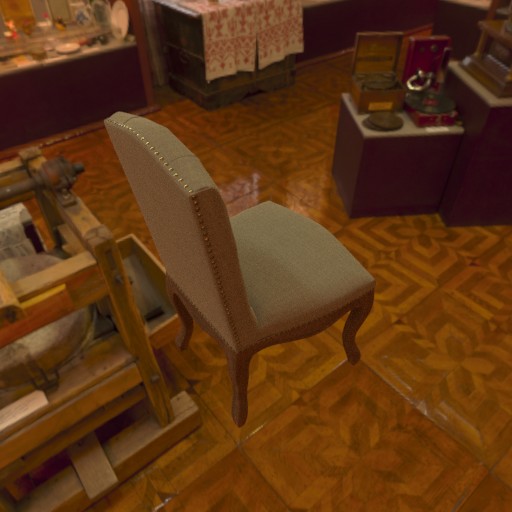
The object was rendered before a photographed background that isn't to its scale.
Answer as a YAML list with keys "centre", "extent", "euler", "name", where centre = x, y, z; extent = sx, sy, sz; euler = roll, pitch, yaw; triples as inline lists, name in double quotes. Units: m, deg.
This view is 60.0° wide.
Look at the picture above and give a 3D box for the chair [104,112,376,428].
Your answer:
- centre: [0.000, 0.000, 1.613]
  extent: [0.731, 1.191, 0.637]
  euler: [-27, 49, -27]
  name: "chair"
